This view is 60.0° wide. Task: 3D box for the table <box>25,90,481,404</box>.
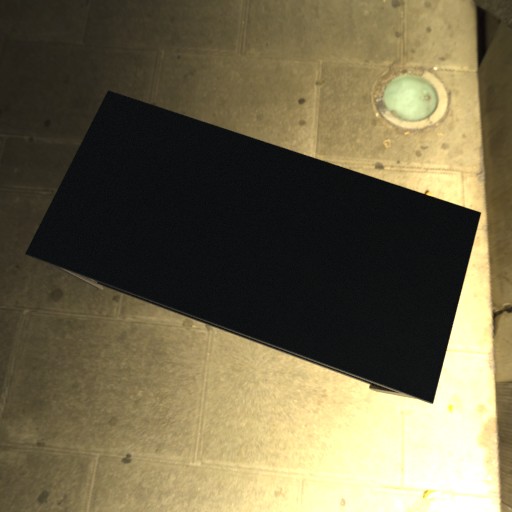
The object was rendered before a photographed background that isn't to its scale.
[{"bbox_3d":[0.000,0.000,1.307,1.016,0.457,0.483,19,77,5],"label":"table"}]
